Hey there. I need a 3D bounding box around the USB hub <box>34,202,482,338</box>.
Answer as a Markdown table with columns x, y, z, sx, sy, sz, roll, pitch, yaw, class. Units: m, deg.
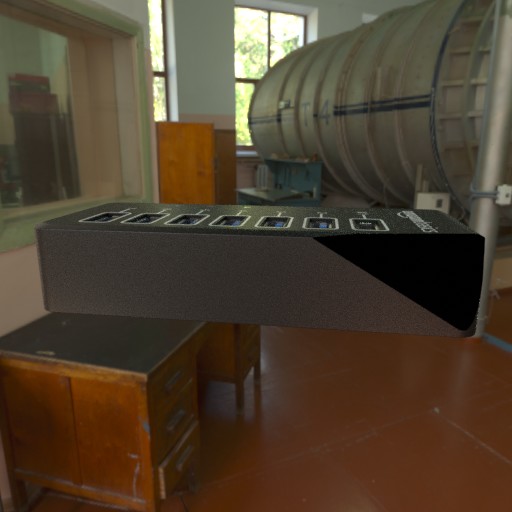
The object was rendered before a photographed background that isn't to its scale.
| x | y | z | sx | sy | sz | roll | pitch | yaw | class |
| --- | --- | --- | --- | --- | --- | --- | --- | --- | --- |
| 0.000 | 0.000 | 0.126 | 0.110 | 0.023 | 0.044 | 2 | 15 | 9 | USB hub |
